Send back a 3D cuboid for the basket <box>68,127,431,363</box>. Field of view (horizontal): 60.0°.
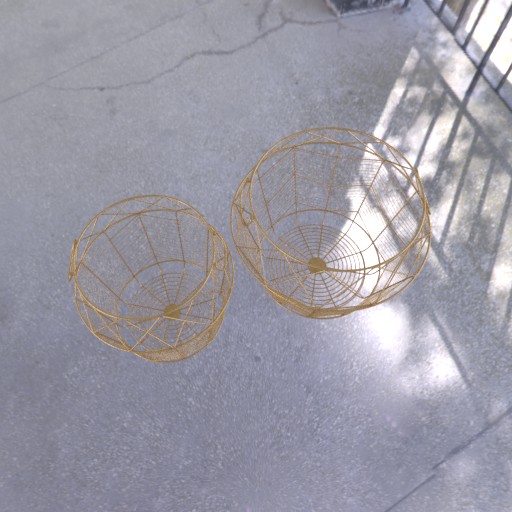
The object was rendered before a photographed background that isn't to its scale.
[{"bbox_3d":[0.000,0.000,1.041,0.805,0.343,0.451,-17,63,-9],"label":"basket"}]
